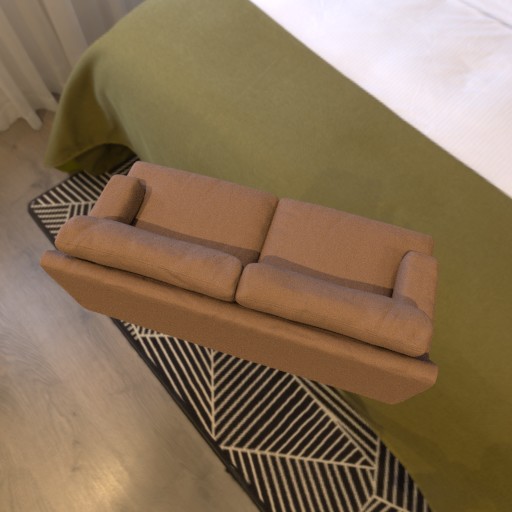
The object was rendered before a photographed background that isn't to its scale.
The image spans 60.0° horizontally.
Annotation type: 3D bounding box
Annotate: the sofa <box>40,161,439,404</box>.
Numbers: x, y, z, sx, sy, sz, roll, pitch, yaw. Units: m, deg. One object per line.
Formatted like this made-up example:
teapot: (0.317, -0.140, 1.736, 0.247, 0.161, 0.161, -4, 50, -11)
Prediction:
sofa: (0.000, 0.000, 2.863, 2.274, 0.950, 1.140, 16, 64, 8)
